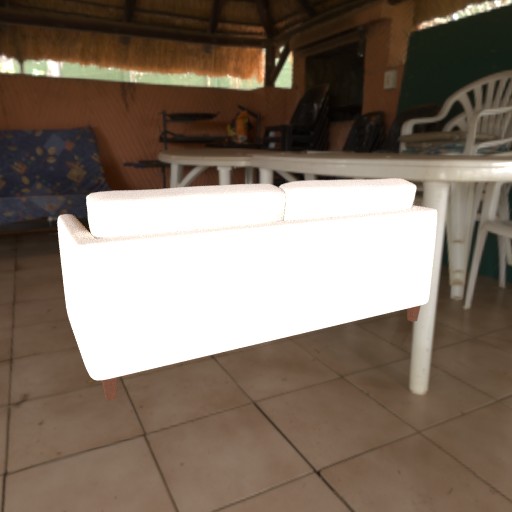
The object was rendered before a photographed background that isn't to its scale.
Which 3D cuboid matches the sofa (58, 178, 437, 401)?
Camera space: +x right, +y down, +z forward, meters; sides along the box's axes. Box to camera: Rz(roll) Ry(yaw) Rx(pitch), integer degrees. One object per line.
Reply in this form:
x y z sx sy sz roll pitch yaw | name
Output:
0.000 0.000 2.716 2.139 0.933 0.924 -7 16 -27 | sofa
